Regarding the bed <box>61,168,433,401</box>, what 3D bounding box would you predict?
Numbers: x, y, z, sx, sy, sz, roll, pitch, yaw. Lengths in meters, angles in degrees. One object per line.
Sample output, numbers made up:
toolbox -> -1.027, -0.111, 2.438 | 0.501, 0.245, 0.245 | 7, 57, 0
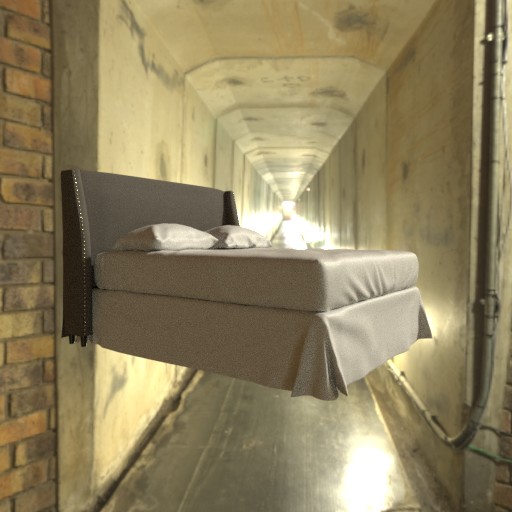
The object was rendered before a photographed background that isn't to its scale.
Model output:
bed -> 0.000, 0.000, 3.442 | 2.276, 1.332, 1.925 | 1, 3, 36
